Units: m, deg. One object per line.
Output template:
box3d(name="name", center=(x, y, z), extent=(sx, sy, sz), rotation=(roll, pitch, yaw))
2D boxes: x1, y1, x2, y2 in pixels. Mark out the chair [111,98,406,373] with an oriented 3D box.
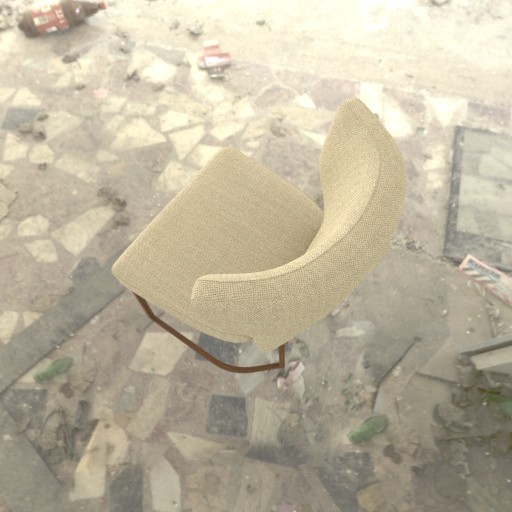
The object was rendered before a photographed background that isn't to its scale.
box3d(name="chair", center=(0.000, 0.000, 1.263), extent=(0.617, 0.824, 0.611), rotation=(32, 67, 15))
